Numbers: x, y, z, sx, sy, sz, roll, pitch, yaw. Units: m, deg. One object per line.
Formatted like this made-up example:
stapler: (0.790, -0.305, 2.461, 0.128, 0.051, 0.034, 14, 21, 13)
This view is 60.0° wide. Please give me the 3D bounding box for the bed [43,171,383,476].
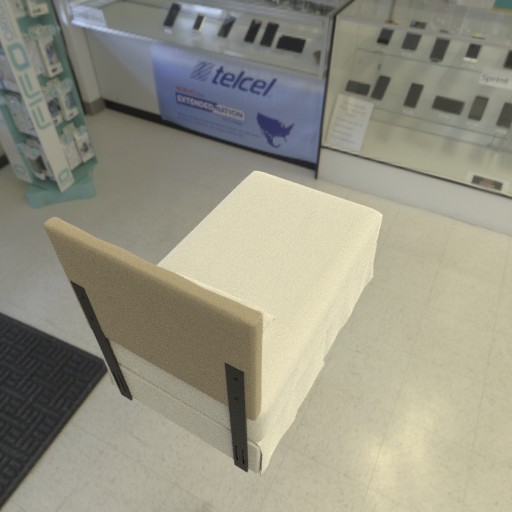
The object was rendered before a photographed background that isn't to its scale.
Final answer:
bed: (0.000, 0.000, 2.975, 1.261, 1.571, 1.997, 23, 50, 21)
